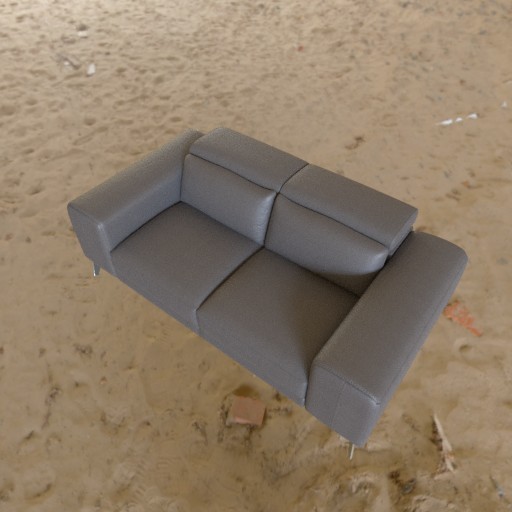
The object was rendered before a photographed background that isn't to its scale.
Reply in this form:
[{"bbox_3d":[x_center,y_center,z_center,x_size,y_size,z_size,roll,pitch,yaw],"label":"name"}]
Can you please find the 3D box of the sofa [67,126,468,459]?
[{"bbox_3d":[0.000,0.000,2.465,1.930,0.753,1.024,29,53,25],"label":"sofa"}]
